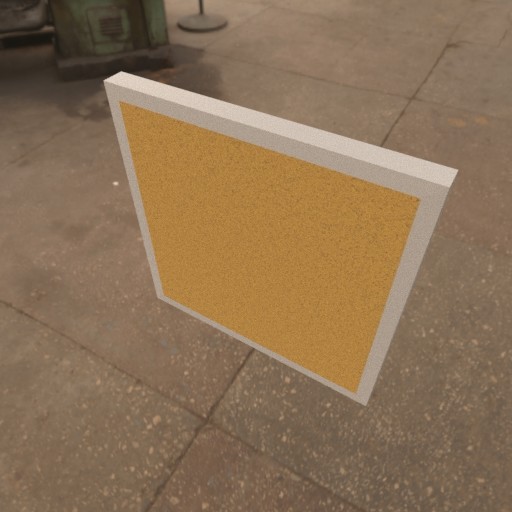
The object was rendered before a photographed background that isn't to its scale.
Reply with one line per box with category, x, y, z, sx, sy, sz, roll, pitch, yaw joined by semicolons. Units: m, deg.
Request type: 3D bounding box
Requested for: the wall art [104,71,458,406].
wall art;0.000;0.000;1.927;1.289;1.291;0.098;23;50;21
